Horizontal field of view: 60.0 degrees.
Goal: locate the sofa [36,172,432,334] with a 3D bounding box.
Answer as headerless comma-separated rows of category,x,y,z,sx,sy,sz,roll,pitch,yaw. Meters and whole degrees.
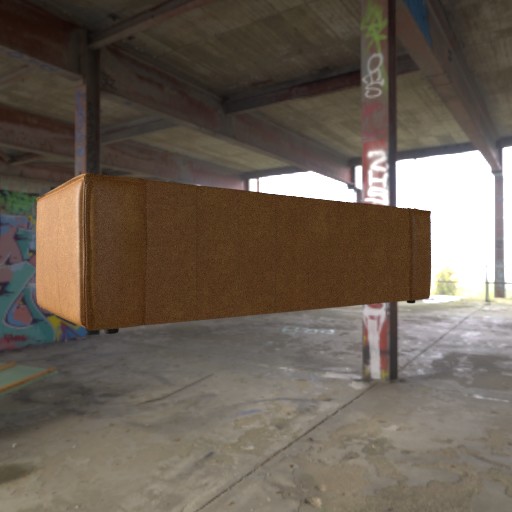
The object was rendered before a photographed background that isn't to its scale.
sofa,0.000,0.000,3.001,2.581,0.701,1.102,0,0,-36
